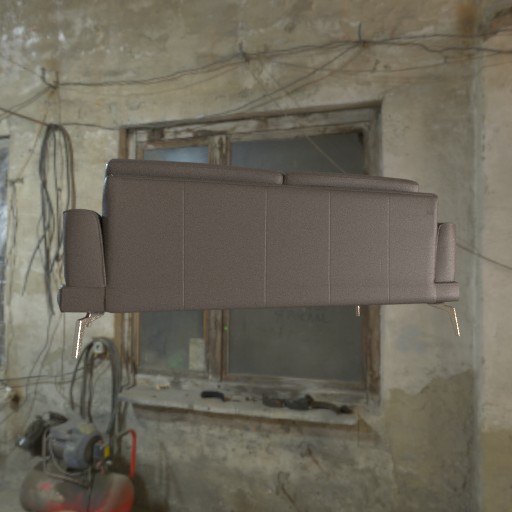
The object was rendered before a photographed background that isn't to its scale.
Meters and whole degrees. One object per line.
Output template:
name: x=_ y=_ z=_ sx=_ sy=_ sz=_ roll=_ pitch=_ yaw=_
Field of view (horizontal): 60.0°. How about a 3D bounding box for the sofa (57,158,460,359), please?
sofa: x=0.000 y=0.000 z=2.732 sx=2.177 sy=0.930 sz=1.121 roll=0 pitch=-2 yaw=-18
